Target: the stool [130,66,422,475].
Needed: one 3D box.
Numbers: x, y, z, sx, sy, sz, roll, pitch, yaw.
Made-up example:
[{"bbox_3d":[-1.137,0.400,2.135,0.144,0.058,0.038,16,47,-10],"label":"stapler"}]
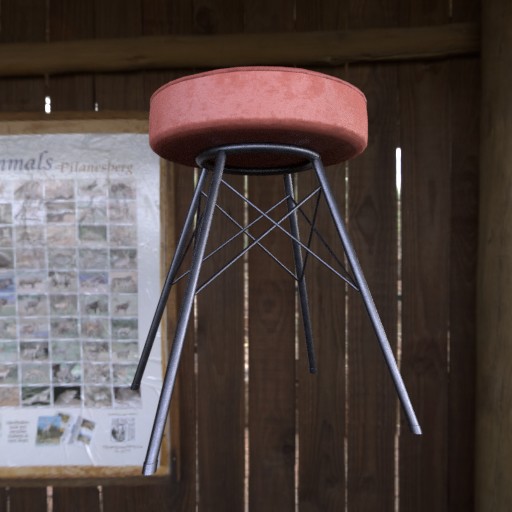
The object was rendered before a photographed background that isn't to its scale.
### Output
[{"bbox_3d":[0.000,0.000,0.862,0.457,0.593,0.421,0,0,-18],"label":"stool"}]
